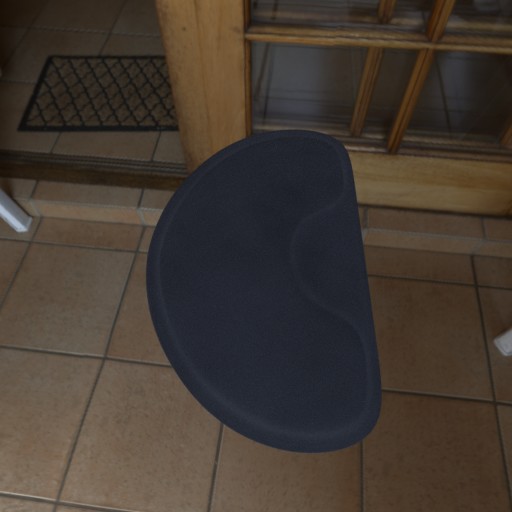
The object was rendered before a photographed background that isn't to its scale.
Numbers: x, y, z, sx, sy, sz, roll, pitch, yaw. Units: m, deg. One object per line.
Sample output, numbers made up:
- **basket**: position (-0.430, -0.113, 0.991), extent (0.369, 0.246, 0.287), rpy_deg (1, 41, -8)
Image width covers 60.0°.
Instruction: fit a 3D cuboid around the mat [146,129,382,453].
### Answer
- **mat**: position (0.000, 0.000, 1.861), extent (0.913, 0.013, 1.524), rpy_deg (1, 58, 0)
